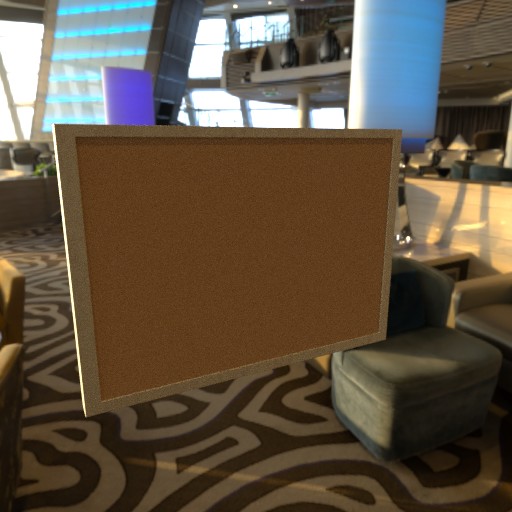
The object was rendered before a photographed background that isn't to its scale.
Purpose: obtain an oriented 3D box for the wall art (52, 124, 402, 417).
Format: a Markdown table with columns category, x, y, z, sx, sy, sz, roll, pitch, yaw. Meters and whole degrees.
| category | x | y | z | sx | sy | sz | roll | pitch | yaw |
| --- | --- | --- | --- | --- | --- | --- | --- | --- | --- |
| wall art | 0.000 | 0.000 | 0.682 | 0.532 | 0.380 | 0.032 | -7 | 16 | -26 |
